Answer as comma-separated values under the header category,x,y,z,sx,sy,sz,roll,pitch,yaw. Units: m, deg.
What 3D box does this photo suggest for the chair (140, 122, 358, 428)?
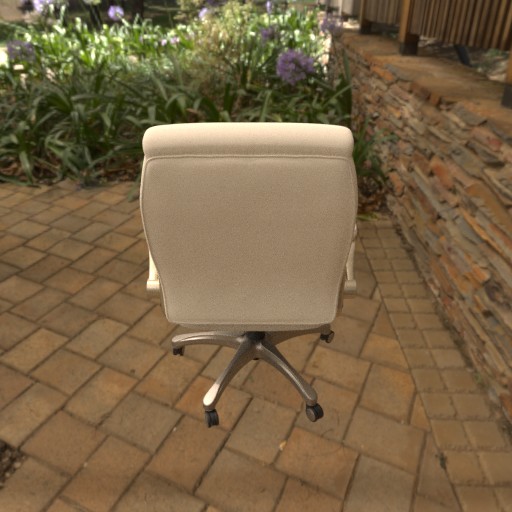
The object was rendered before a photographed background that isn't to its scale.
category,x,y,z,sx,sy,sz,roll,pitch,yaw
chair,0.000,0.000,1.619,0.740,1.110,0.794,-2,30,-3
